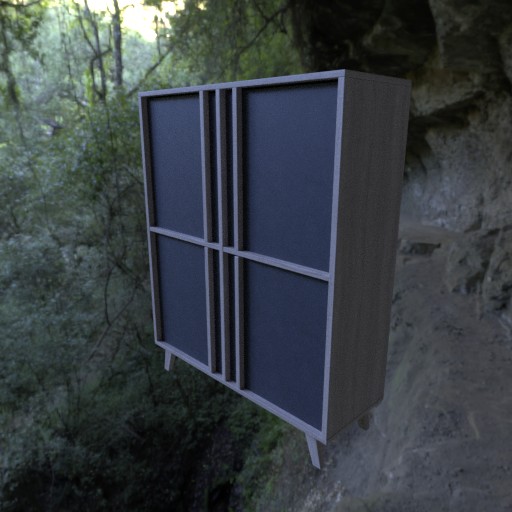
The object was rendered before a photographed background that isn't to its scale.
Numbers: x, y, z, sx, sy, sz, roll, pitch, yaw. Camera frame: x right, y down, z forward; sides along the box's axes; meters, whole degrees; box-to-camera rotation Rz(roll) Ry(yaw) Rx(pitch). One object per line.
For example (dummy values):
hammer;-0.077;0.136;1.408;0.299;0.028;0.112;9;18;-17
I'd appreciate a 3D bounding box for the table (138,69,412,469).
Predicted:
table;0.000;0.000;1.943;0.398;1.388;1.111;-15;22;-43
